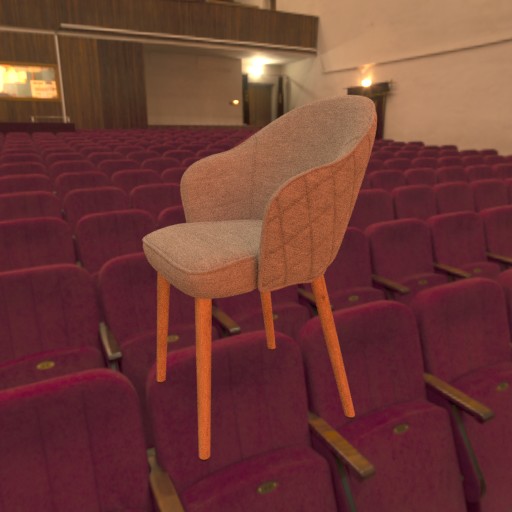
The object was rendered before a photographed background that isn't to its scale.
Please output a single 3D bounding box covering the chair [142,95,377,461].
[{"bbox_3d":[0.000,0.000,1.147,0.530,0.800,0.540,-8,17,-26],"label":"chair"}]
